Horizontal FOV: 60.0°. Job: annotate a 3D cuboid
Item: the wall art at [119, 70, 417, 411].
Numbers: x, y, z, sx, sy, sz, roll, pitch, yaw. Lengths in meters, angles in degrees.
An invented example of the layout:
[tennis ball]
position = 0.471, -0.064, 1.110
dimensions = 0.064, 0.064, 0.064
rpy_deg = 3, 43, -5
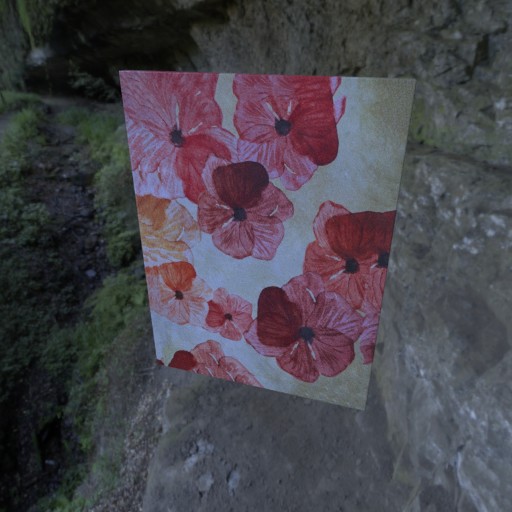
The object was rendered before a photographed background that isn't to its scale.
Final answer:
[wall art]
position = 0.000, 0.000, 1.334
dimensions = 0.762, 1.015, 0.031
rpy_deg = 8, 29, 15
